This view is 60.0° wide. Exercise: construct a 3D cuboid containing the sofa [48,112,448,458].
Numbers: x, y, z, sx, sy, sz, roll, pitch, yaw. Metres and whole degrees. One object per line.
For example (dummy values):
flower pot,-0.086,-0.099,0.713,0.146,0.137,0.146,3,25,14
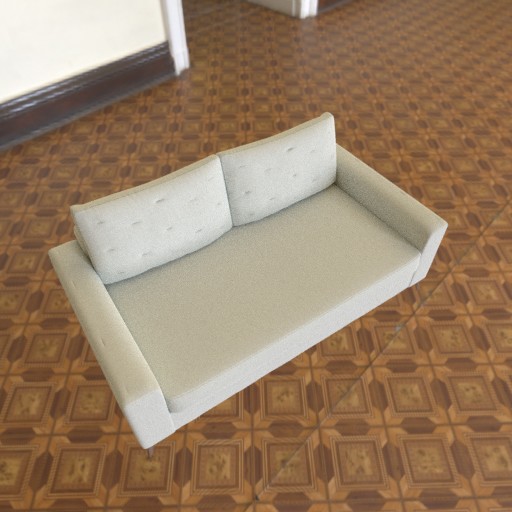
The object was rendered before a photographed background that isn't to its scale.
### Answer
sofa,0.000,0.000,2.114,1.650,0.790,0.920,-26,52,-22
